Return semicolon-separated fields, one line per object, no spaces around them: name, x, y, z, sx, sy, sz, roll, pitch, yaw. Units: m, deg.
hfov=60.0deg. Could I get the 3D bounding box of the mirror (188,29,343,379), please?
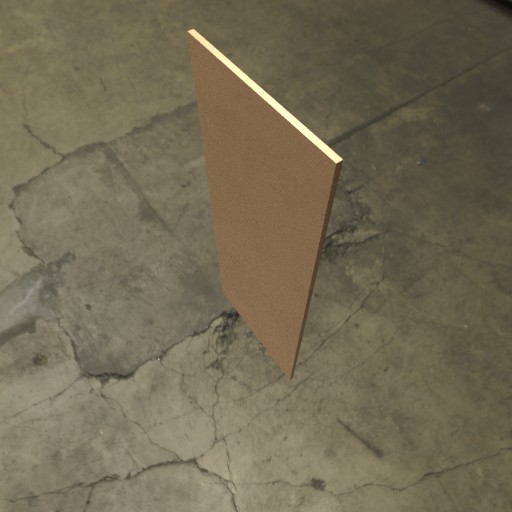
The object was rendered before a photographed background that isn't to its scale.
mirror;0.000;0.000;2.295;0.026;2.031;0.812;-31;63;-18
